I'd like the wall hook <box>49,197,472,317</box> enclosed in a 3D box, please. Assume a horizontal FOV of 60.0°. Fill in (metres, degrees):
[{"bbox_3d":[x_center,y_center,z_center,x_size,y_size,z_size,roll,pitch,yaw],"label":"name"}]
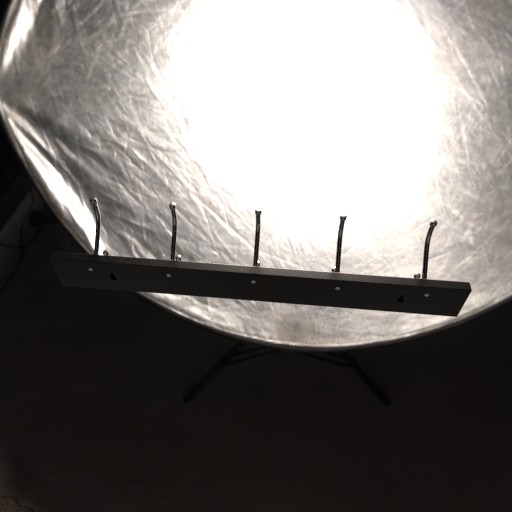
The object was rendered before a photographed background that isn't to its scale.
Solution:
[{"bbox_3d":[0.000,0.000,0.621,0.571,0.117,0.071,4,47,4],"label":"wall hook"}]
